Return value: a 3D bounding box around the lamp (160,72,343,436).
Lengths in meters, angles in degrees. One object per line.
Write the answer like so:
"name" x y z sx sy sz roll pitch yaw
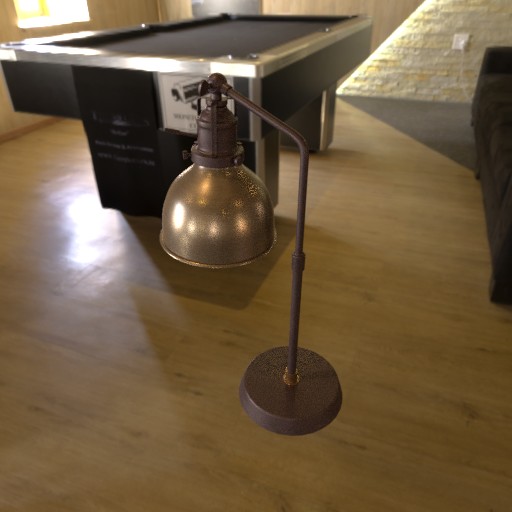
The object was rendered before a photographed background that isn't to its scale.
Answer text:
"lamp" 0.000 0.000 0.618 0.298 0.469 0.175 22 38 30
